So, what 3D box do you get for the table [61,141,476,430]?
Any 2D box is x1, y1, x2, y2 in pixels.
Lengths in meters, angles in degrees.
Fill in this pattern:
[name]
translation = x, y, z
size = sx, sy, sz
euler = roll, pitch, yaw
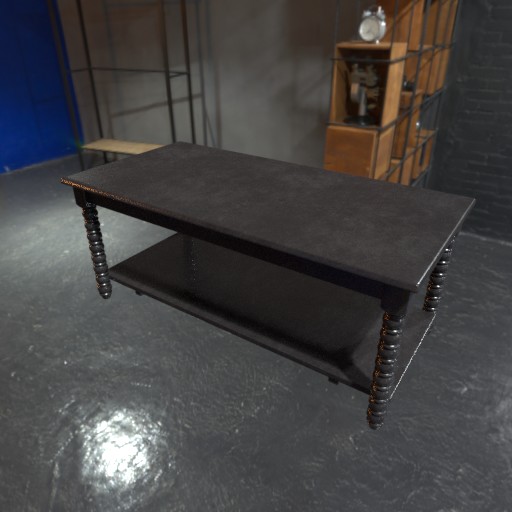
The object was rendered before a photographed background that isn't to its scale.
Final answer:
[table]
translation = 0.000, 0.000, 1.490
size = 1.171, 0.487, 0.580
euler = 18, 34, 29
